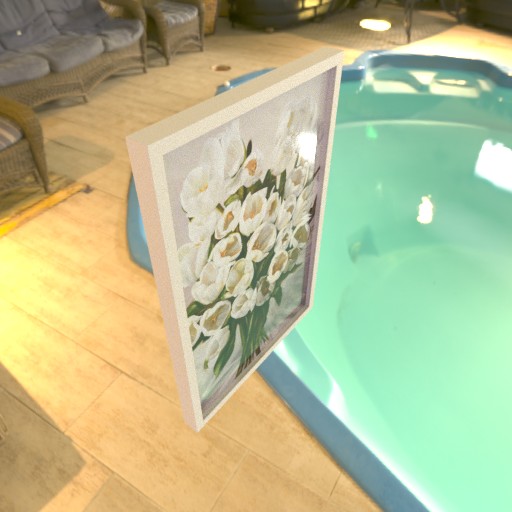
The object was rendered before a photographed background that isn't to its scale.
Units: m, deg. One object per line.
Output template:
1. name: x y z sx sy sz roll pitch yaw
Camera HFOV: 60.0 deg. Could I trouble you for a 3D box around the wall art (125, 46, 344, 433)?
1. wall art: 0.000 0.000 0.560 0.025 0.428 0.293 27 48 28
